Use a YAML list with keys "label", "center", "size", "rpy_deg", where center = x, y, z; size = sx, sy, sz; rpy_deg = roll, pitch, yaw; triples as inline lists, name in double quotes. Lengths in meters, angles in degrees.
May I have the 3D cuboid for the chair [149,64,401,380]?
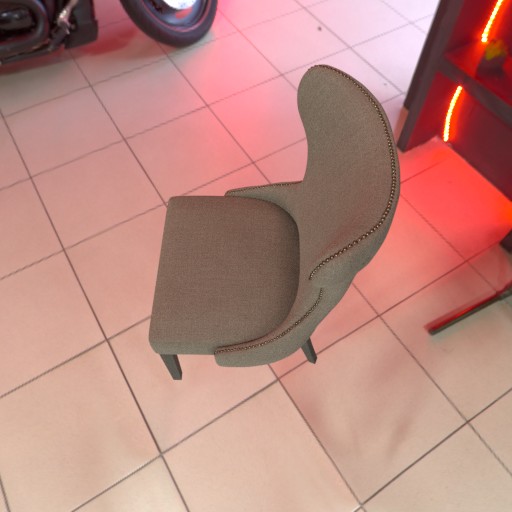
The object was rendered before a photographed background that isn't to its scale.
- label: "chair"
  center: [0.000, 0.000, 1.382]
  size: [0.635, 0.967, 0.628]
  rpy_deg: [1, 59, 0]
